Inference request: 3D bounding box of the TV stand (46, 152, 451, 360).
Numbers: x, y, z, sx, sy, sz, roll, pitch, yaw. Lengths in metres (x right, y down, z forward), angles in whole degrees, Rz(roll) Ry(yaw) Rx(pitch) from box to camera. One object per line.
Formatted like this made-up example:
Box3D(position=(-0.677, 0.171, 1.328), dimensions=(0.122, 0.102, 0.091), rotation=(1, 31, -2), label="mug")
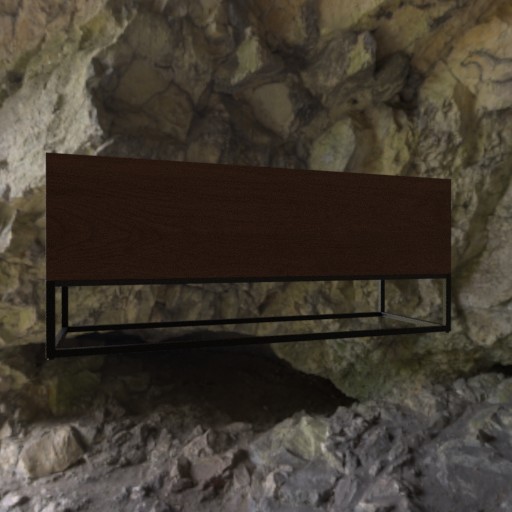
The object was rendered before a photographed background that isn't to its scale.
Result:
Box3D(position=(0.000, 0.000, 1.448), dimensions=(1.200, 0.500, 0.415), rotation=(0, 0, -18), label="TV stand")
